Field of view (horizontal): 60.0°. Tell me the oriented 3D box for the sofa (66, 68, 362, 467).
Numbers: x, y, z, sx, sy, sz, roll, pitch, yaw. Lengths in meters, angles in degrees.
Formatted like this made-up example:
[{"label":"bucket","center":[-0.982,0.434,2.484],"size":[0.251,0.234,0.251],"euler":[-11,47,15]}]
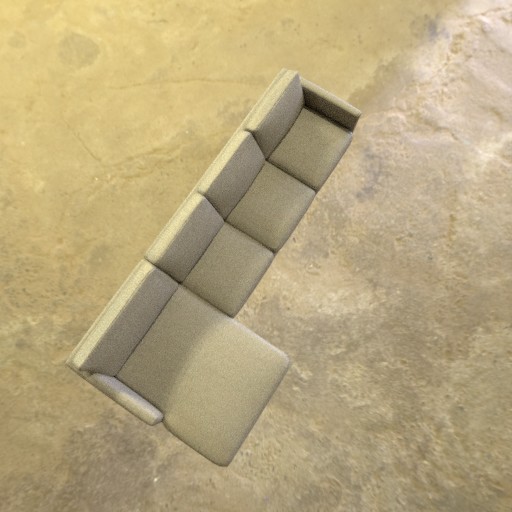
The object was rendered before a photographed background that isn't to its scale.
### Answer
[{"label":"sofa","center":[0.000,0.000,3.868],"size":[1.502,0.876,3.201],"euler":[32,78,8]}]
